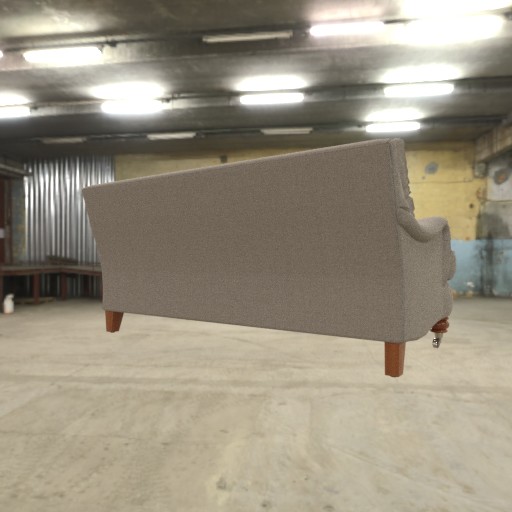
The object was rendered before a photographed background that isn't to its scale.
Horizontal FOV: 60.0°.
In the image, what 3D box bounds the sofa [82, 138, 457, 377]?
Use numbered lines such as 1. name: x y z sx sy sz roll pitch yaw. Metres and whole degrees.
1. sofa: 0.000 0.000 2.774 2.160 1.054 1.087 0 0 36
